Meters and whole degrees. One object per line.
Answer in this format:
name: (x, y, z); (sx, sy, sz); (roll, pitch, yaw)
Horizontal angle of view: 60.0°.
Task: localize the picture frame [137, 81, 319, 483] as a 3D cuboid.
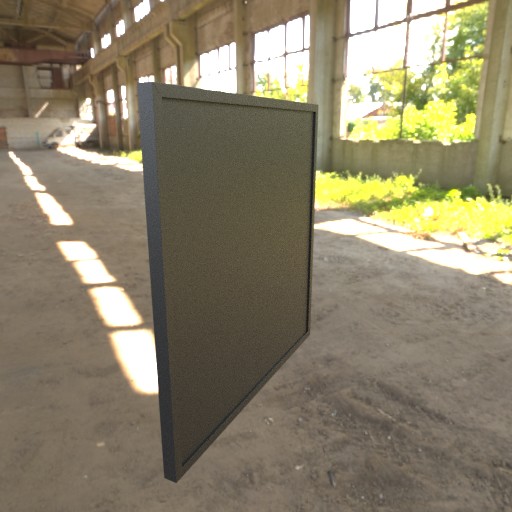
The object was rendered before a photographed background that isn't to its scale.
picture frame: (0.000, 0.000, 1.145); (0.032, 0.775, 0.775); (8, 18, 26)
